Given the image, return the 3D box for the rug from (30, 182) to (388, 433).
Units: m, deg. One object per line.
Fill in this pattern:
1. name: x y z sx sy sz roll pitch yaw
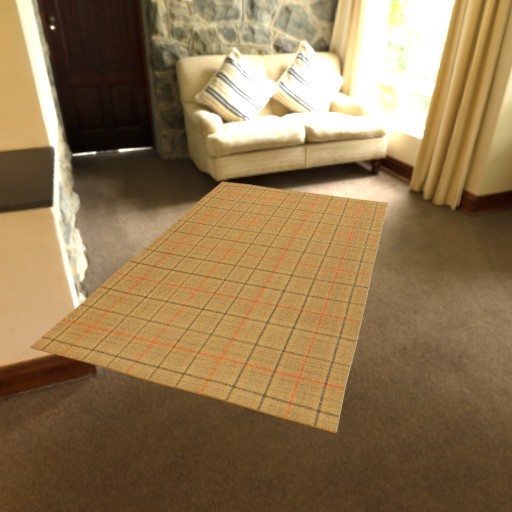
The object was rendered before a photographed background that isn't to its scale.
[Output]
1. rug: 0.000 0.000 2.975 1.524 0.015 2.439 10 31 17
